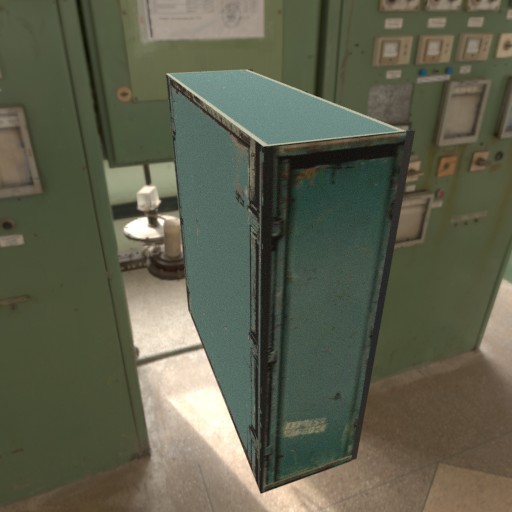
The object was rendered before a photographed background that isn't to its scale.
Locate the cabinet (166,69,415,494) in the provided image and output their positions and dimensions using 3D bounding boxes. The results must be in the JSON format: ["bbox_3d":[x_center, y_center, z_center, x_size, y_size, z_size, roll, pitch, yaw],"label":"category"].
[{"bbox_3d":[0.000,0.000,3.099,0.680,2.160,2.000,-10,32,-17],"label":"cabinet"}]
